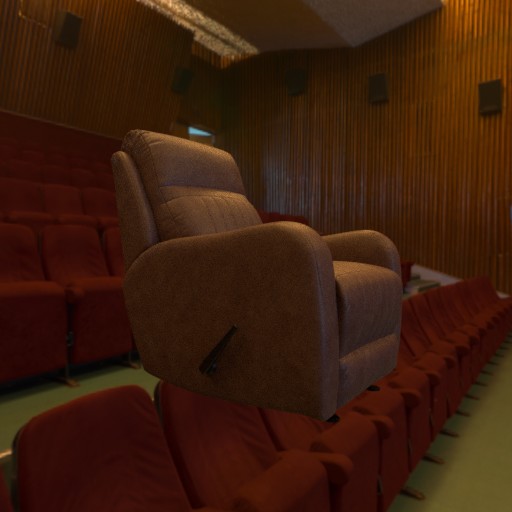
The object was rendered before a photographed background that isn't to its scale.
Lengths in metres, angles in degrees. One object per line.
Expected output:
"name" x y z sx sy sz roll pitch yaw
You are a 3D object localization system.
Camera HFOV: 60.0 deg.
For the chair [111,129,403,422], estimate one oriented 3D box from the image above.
"chair" 0.000 0.000 1.842 1.067 1.067 0.865 0 1 35
